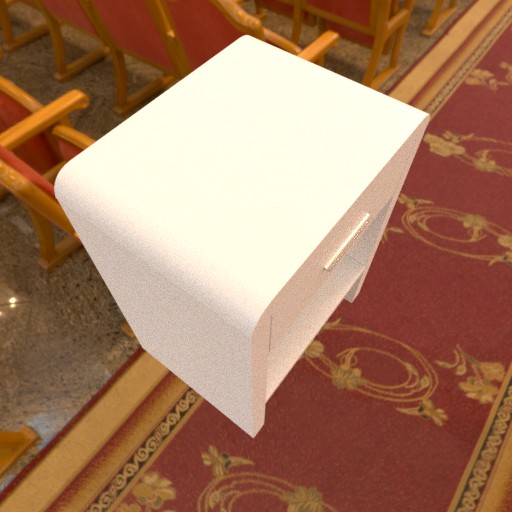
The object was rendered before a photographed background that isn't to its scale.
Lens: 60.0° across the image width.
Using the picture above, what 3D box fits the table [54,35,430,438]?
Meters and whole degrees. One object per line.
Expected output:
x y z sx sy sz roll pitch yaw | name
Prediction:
0.000 0.000 0.865 0.350 0.590 0.450 33 63 19 | table
